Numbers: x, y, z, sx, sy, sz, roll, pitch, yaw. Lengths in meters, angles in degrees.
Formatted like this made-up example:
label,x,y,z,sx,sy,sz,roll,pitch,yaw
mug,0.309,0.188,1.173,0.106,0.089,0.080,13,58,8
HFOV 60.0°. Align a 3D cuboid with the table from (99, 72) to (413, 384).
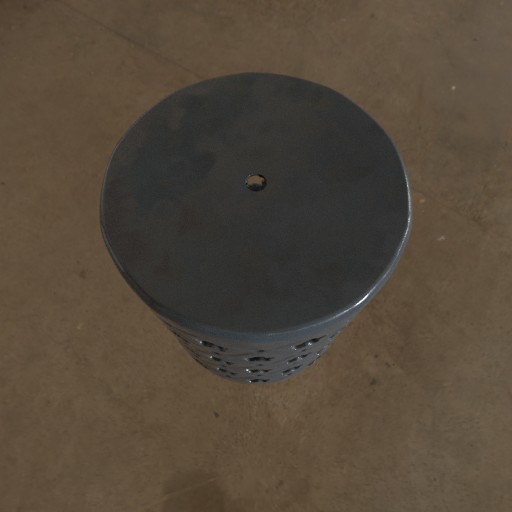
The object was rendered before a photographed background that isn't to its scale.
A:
label,x,y,z,sx,sy,sz,roll,pitch,yaw
table,0.000,0.000,0.664,0.352,0.387,0.352,0,65,0
